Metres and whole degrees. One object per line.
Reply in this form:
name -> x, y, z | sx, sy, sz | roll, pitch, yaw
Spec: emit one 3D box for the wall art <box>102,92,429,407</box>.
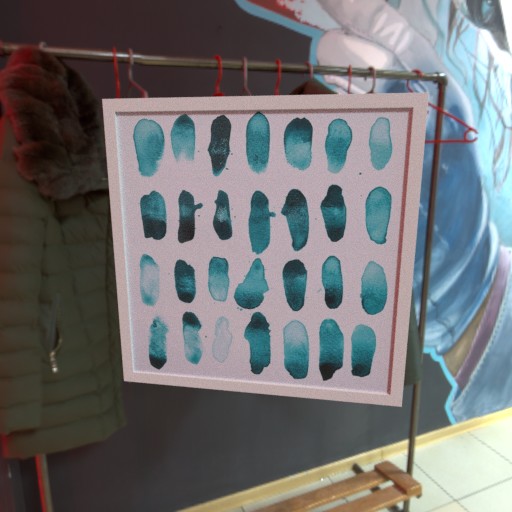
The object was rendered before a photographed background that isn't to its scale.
wall art -> 0.000, 0.000, 0.670 | 0.456, 0.457, 0.009 | 2, 14, 10
